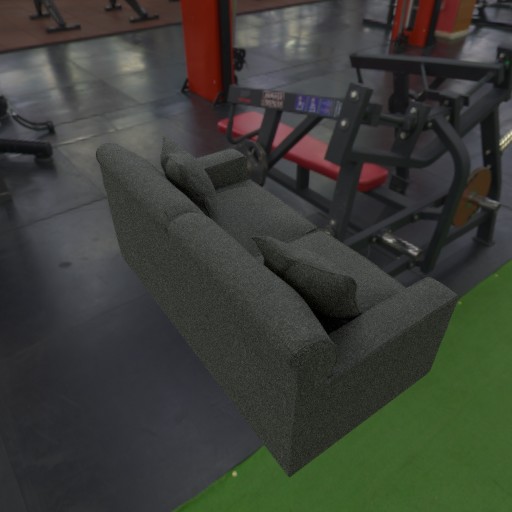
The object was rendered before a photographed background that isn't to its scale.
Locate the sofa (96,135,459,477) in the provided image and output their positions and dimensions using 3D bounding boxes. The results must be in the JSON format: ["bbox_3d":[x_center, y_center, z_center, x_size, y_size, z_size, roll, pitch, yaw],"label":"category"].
[{"bbox_3d":[0.000,0.000,2.432,0.998,0.958,1.846,-24,45,-27],"label":"sofa"}]
